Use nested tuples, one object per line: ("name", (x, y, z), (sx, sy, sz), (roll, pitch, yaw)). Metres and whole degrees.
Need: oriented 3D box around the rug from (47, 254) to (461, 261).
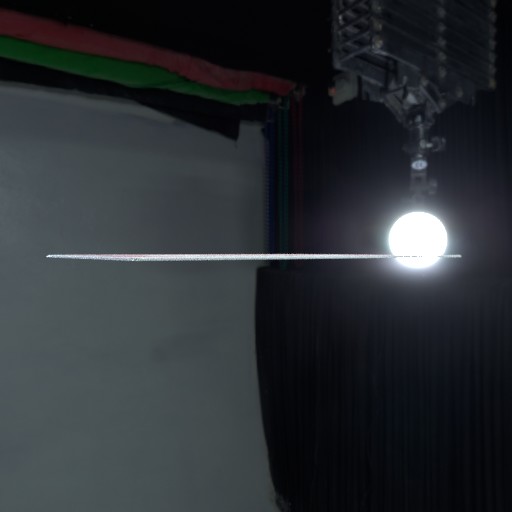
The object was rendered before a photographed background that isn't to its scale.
("rug", (0.000, 0.000, 2.271), (1.747, 0.011, 1.217), (0, 1, -36))
